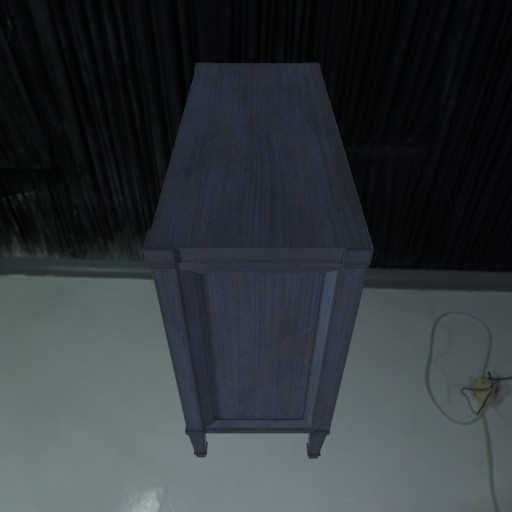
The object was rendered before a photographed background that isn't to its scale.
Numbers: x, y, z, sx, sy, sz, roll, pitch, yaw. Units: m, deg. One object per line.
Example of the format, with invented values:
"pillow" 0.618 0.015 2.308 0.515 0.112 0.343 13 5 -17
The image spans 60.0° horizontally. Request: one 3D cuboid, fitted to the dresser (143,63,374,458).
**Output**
"dresser" 0.000 0.000 1.590 0.463 0.986 1.049 0 42 0
